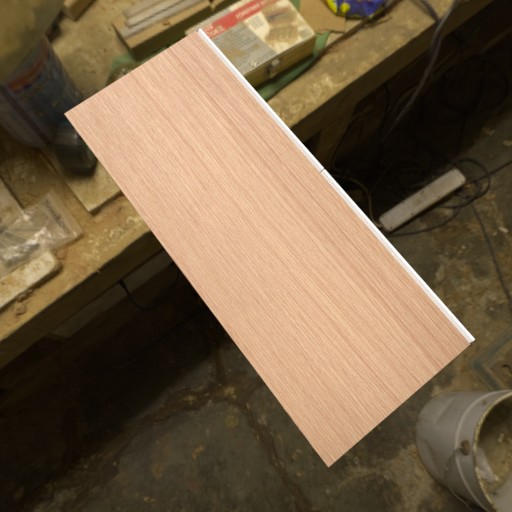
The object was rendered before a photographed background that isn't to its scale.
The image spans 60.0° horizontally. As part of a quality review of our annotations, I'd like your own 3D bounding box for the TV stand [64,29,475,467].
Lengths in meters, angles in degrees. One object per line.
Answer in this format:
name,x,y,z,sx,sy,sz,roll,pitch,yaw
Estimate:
TV stand,0.000,0.000,1.321,0.407,0.660,0.991,-37,78,-9
